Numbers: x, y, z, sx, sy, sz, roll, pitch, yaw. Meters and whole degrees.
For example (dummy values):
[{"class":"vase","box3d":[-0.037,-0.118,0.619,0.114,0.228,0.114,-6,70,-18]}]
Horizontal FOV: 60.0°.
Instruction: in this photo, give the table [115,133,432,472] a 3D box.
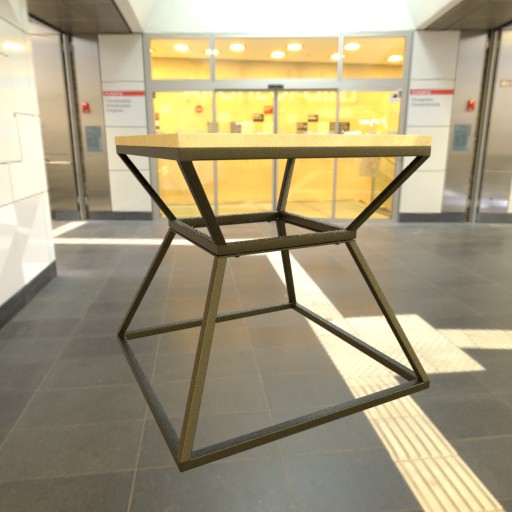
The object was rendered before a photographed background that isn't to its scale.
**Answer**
[{"class":"table","box3d":[0.000,0.000,0.823,0.455,0.431,0.455,-7,16,-26]}]
